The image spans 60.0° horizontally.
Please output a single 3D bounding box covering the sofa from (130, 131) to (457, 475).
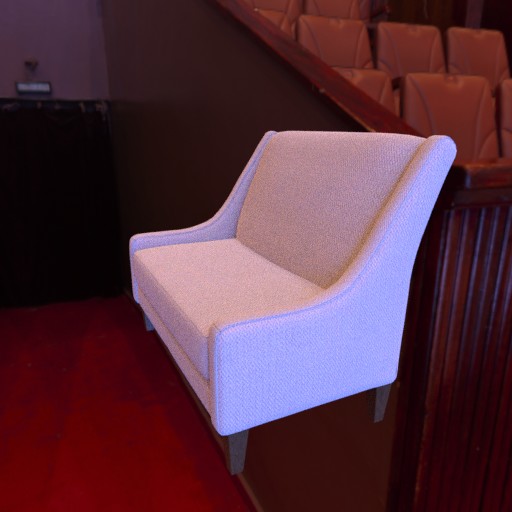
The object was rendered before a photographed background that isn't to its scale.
[{"bbox_3d":[0.000,0.000,1.901,0.870,1.022,1.242,-8,18,-25],"label":"sofa"}]
